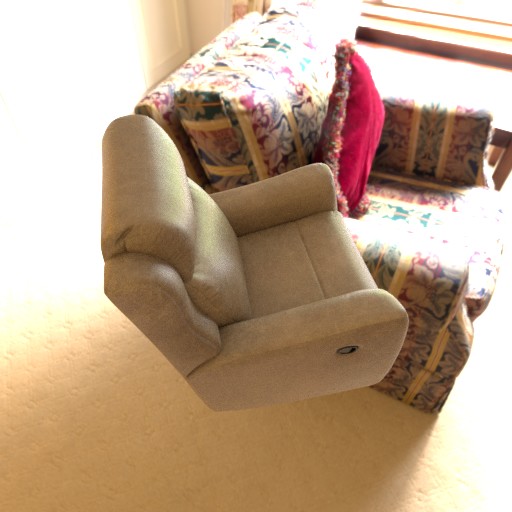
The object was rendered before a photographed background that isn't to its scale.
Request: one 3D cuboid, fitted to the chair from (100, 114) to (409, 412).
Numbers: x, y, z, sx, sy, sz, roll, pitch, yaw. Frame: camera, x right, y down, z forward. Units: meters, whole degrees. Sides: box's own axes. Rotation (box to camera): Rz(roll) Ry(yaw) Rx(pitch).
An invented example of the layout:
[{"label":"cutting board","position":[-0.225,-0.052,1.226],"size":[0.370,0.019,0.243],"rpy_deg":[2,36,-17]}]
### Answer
[{"label":"chair","position":[0.000,0.000,1.903],"size":[1.068,1.116,0.965],"rpy_deg":[-9,49,-8]}]
